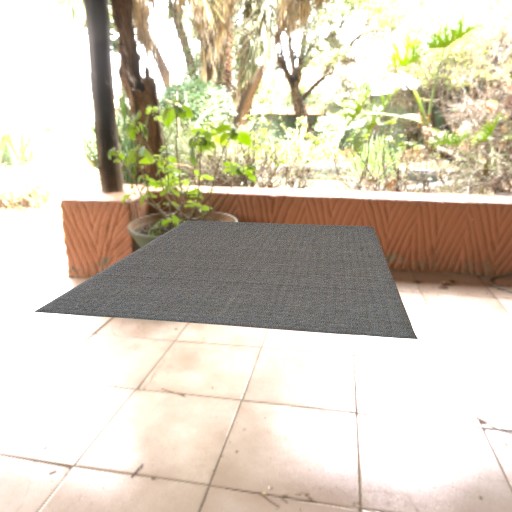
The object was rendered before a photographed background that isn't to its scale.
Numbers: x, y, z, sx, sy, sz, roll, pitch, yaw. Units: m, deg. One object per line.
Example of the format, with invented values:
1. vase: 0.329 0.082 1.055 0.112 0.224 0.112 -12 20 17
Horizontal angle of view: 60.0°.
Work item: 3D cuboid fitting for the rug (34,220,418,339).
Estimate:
1. rug: 0.000 0.000 4.250 2.443 0.007 3.200 3 16 9
